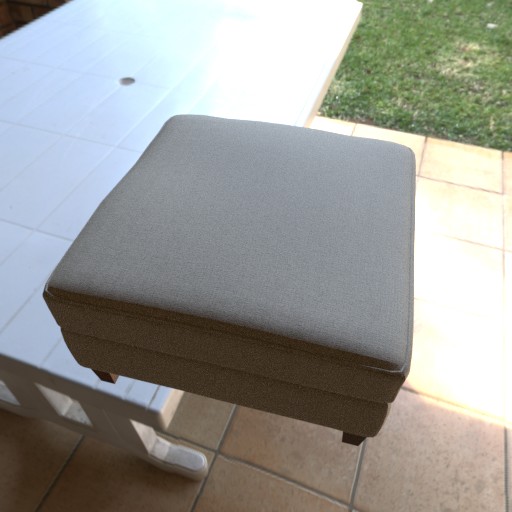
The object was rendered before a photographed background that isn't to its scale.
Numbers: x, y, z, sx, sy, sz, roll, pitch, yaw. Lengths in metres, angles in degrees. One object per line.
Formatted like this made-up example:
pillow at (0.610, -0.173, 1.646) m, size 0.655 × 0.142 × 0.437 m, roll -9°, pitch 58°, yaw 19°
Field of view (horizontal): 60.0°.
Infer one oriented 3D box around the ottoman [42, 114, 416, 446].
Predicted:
ottoman at (0.000, 0.000, 1.330) m, size 0.838 × 0.503 × 0.838 m, roll 11°, pitch 48°, yaw 10°
